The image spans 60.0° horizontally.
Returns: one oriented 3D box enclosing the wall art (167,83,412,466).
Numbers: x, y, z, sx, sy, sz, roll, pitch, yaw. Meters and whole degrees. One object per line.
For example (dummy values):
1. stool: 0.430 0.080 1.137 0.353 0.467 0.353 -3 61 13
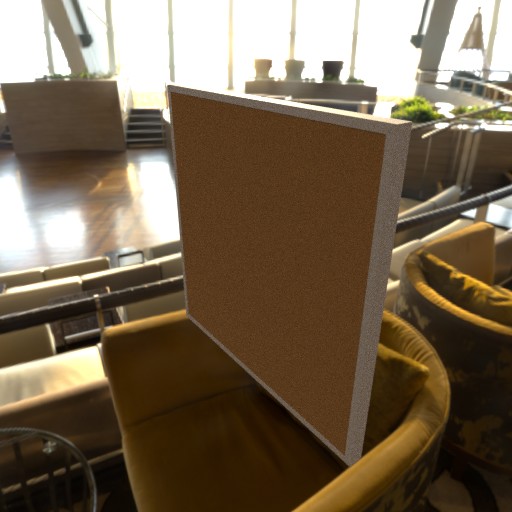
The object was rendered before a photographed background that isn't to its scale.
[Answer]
1. wall art: 0.000 0.000 1.125 0.038 0.762 0.762 -19 32 -33
